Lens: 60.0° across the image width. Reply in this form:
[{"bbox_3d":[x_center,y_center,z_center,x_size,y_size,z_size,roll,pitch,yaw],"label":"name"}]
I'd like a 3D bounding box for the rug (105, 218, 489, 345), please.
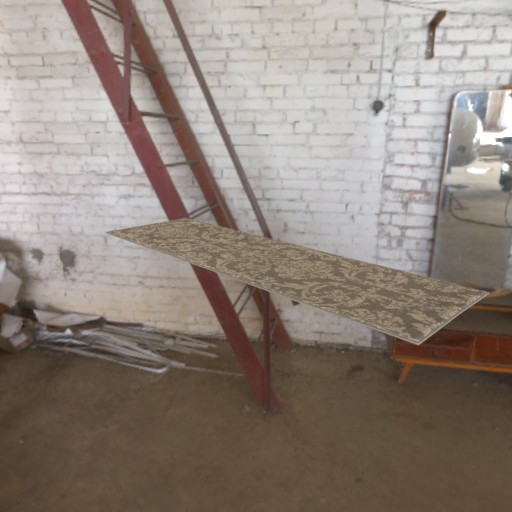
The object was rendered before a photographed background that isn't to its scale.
[{"bbox_3d":[0.000,0.000,2.434,0.662,0.011,2.196,-16,23,-42],"label":"rug"}]
